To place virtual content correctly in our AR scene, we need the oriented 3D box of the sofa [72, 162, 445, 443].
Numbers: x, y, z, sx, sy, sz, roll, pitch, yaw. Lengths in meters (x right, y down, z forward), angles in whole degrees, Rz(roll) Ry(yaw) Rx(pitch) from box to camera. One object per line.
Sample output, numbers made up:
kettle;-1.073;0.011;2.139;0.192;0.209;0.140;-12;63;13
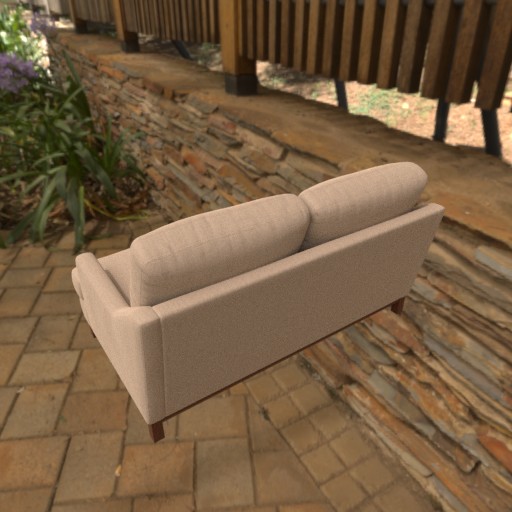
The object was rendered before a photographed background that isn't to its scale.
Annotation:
sofa;0.000;0.000;2.257;1.619;0.910;1.004;-19;35;-30
